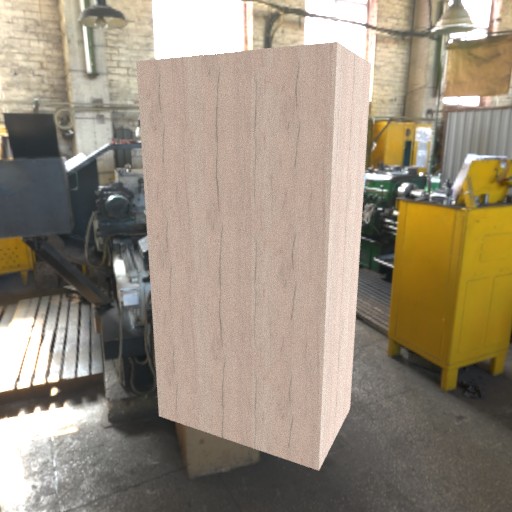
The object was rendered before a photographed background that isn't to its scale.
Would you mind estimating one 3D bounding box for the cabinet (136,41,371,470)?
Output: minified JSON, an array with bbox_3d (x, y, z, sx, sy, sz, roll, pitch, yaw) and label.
[{"bbox_3d":[0.000,0.000,2.382,0.980,1.930,0.580,7,17,26],"label":"cabinet"}]
